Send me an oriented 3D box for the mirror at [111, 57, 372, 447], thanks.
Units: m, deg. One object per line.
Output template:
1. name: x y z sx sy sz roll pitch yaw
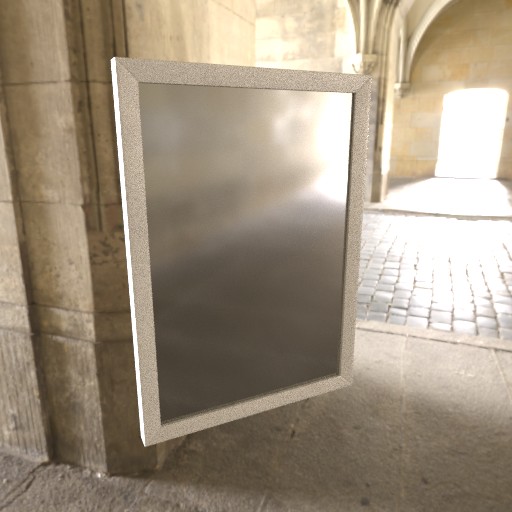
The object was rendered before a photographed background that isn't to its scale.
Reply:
1. mirror: 0.000 0.000 0.905 0.507 0.710 0.040 -7 17 -25
